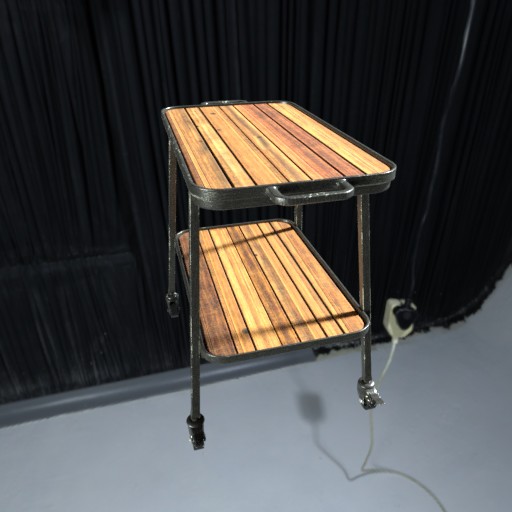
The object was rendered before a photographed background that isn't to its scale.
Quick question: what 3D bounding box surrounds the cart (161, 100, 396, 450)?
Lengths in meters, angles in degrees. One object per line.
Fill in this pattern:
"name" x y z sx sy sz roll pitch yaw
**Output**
"cart" 0.000 0.000 1.256 0.515 0.700 0.806 -8 31 -13
